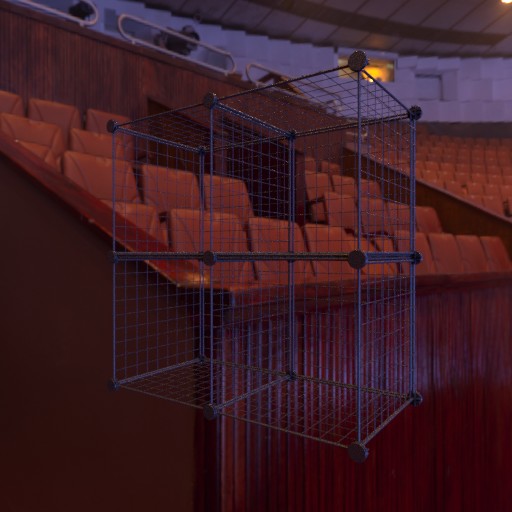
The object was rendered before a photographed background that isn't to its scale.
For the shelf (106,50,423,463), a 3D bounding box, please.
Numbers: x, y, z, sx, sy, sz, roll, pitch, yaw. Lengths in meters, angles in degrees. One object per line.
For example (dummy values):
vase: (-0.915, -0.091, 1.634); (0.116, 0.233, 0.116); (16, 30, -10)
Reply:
shelf: (0.000, 0.000, 1.106); (0.711, 0.711, 0.356); (0, 0, 35)
